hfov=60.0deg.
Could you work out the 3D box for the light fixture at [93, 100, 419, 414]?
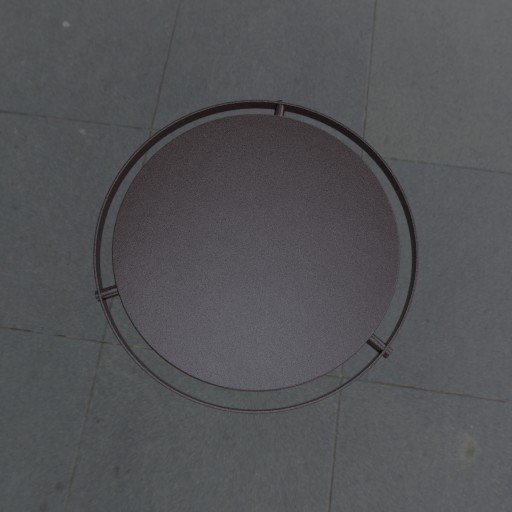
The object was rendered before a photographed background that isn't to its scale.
[{"bbox_3d":[0.000,0.000,0.551,0.361,0.130,0.361,0,75,0],"label":"light fixture"}]
